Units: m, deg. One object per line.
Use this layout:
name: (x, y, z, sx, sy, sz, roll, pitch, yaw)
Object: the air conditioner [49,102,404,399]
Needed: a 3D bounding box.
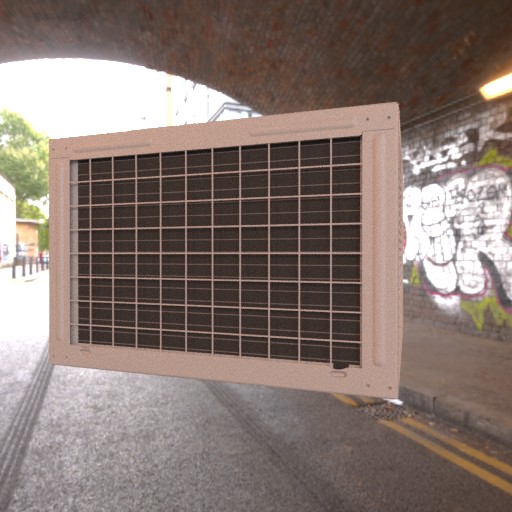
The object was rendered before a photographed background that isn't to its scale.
air conditioner: (0.000, 0.000, 1.030, 0.645, 0.455, 0.599, 0, 0, 19)
